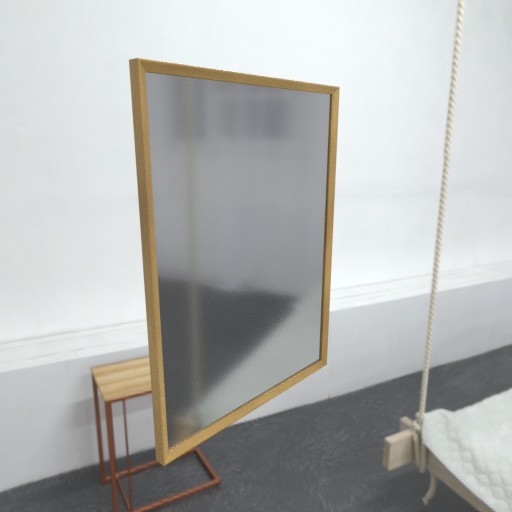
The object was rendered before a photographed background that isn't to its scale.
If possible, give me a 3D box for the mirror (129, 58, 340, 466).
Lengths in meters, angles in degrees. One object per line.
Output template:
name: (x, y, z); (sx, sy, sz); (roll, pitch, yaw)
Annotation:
mirror: (0.000, 0.000, 1.341); (0.041, 1.016, 0.762); (14, 20, 42)
